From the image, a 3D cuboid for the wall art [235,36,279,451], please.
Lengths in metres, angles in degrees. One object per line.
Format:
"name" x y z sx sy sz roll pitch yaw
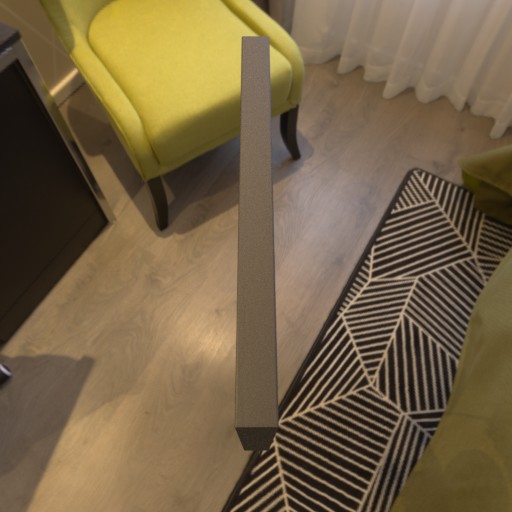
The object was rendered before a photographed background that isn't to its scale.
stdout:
"wall art" 0.000 0.000 0.863 0.051 0.456 0.671 0 63 0
